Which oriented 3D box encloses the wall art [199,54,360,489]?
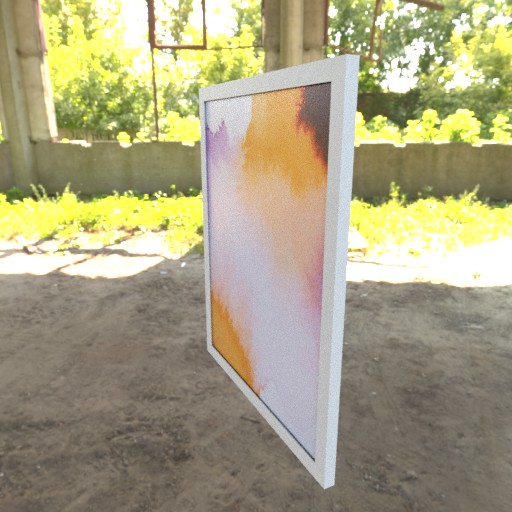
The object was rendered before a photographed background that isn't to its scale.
[{"bbox_3d":[0.000,0.000,1.076,0.026,0.811,0.661,-8,18,-26],"label":"wall art"}]
